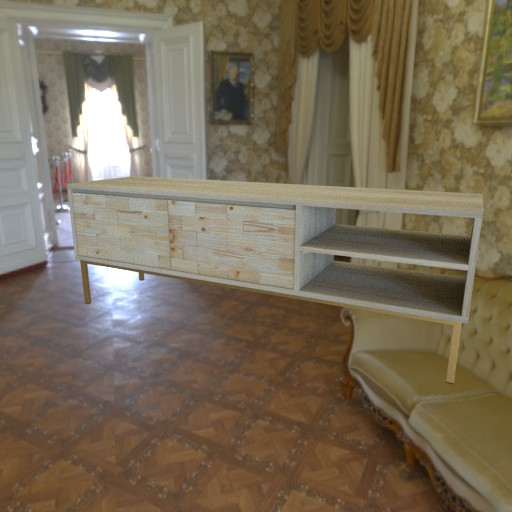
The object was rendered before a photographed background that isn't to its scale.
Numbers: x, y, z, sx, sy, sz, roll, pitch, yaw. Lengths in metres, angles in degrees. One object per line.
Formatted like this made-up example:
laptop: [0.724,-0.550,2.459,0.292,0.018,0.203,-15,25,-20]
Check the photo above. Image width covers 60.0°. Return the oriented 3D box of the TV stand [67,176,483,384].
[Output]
TV stand: [0.000,0.000,1.817,1.600,0.550,0.420,7,17,25]
